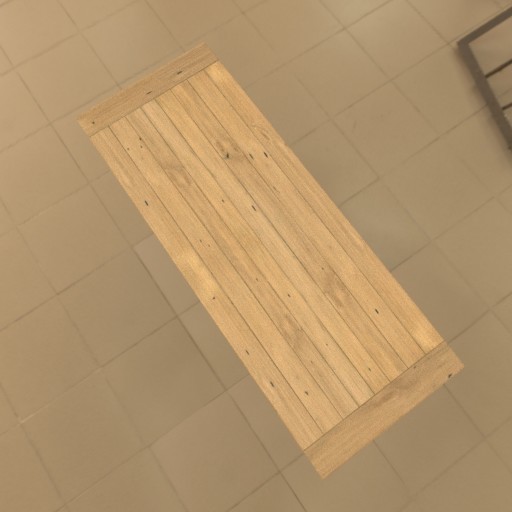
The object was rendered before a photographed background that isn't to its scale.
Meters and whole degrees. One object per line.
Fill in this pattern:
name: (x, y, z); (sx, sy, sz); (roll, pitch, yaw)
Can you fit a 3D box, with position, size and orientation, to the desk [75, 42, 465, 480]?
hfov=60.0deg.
desk: (0.000, 0.000, 2.202); (0.688, 0.760, 1.803); (-34, 78, -8)
